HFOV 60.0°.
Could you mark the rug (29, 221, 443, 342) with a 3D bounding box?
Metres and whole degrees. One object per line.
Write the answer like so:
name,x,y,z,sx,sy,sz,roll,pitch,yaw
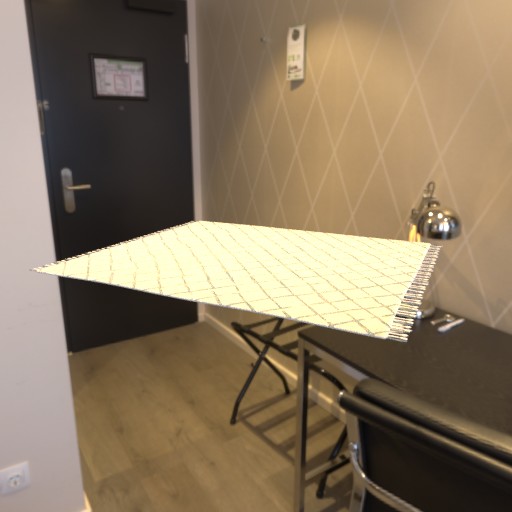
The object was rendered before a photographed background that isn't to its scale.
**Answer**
rug,0.000,0.000,4.834,3.585,0.036,2.892,7,17,25
